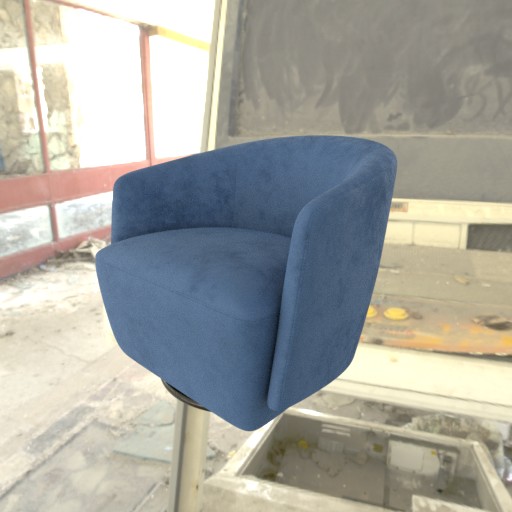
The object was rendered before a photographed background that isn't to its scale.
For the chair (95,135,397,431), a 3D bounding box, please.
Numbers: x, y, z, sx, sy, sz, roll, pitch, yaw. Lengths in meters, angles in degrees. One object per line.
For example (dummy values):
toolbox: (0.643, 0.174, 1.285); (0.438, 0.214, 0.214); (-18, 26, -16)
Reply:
chair: (0.000, 0.000, 1.351); (0.773, 0.698, 0.767); (15, 22, 42)
